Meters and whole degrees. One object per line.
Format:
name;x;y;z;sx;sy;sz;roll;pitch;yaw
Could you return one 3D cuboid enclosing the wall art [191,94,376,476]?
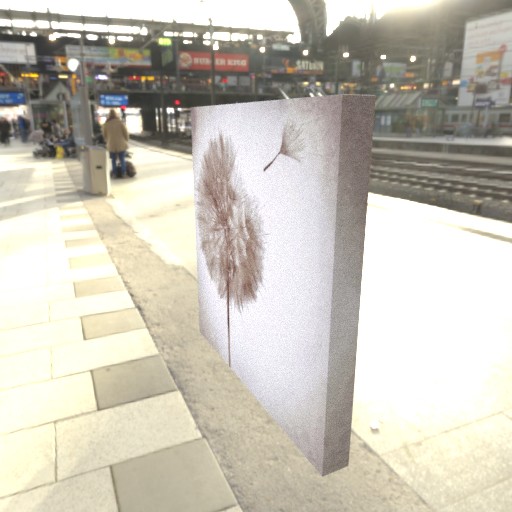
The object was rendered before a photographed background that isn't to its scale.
wall art;0.000;0.000;0.465;0.028;0.303;0.303;-8;19;-25
